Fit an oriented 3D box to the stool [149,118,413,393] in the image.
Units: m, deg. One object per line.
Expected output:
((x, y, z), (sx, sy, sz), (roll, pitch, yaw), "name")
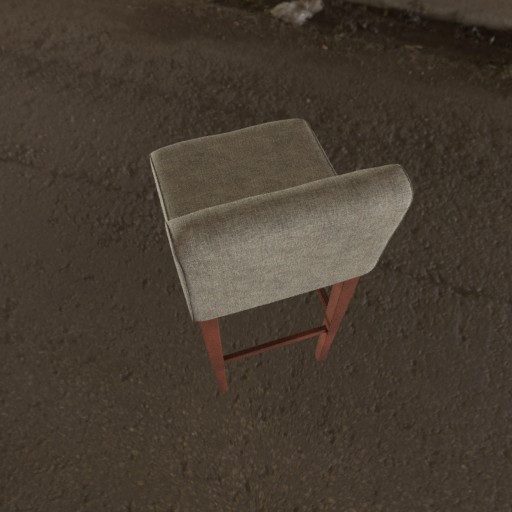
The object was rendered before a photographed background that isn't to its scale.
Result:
((0.000, 0.000, 1.237), (0.426, 0.965, 0.499), (-15, 59, -9), "stool")
